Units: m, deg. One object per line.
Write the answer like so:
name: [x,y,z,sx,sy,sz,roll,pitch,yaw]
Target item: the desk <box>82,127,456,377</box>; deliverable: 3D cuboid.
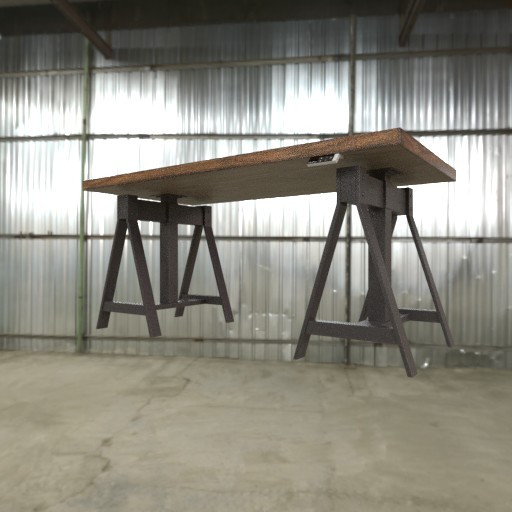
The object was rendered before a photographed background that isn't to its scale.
desk: [0.000,0.000,1.995,1.543,0.725,0.784,0,0,35]
